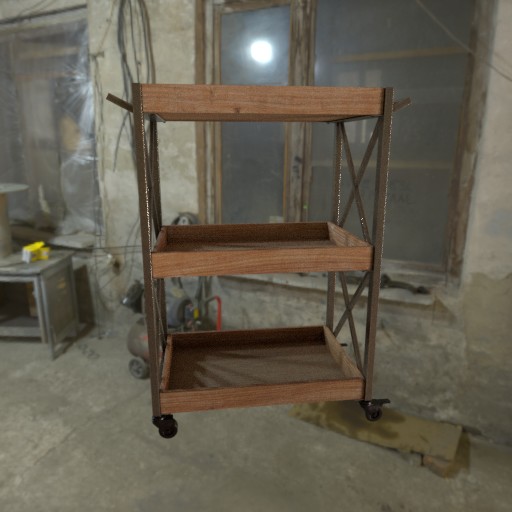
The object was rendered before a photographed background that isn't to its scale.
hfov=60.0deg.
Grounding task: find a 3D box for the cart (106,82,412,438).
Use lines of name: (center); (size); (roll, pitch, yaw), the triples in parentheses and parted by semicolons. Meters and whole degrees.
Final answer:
cart: (0.000, 0.000, 1.212); (0.673, 0.835, 0.377); (-2, 14, -7)
